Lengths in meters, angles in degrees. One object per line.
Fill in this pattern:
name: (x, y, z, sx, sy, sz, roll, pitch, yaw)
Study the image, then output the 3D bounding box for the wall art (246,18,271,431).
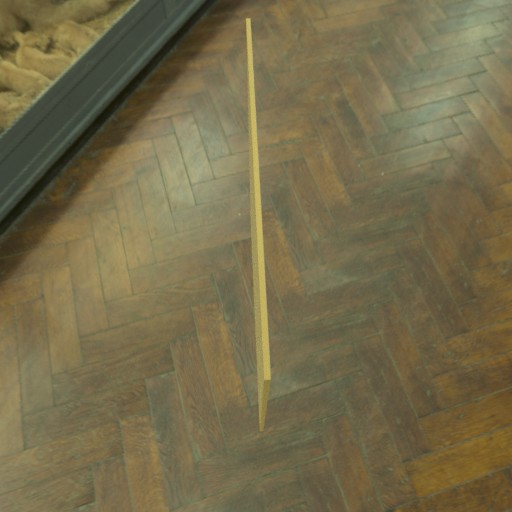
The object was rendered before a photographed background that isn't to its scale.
wall art: (0.000, 0.000, 1.416, 0.013, 0.959, 0.962, -2, 64, -1)
